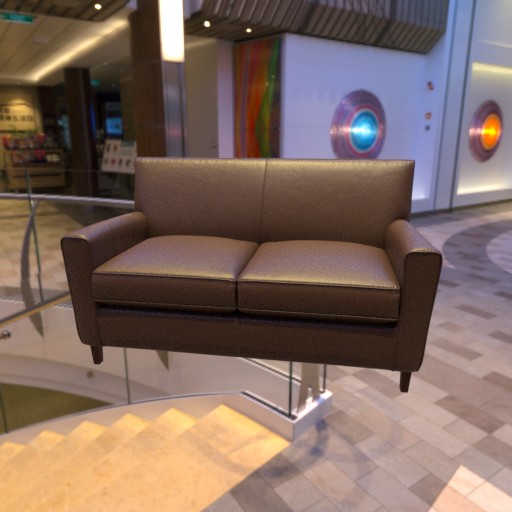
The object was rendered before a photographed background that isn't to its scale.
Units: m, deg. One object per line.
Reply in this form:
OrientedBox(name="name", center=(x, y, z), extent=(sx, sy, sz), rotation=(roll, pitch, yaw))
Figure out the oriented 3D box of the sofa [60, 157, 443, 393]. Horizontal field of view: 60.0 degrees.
OrientedBox(name="sofa", center=(0.000, 0.000, 2.068), extent=(1.468, 0.859, 0.853), rotation=(3, 15, 9))
